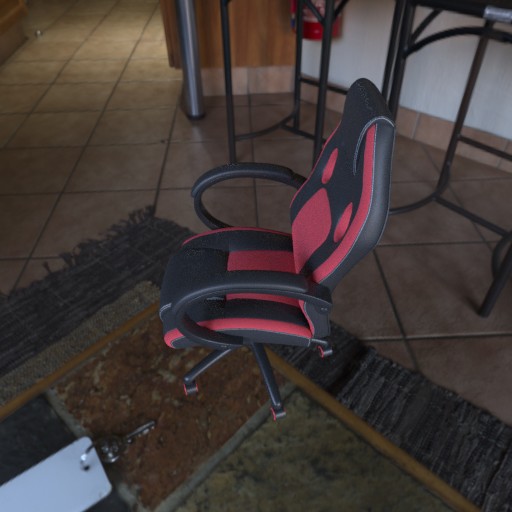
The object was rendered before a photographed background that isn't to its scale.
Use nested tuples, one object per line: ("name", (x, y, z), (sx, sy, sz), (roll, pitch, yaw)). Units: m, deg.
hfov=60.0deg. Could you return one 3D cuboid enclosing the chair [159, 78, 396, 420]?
("chair", (0.000, 0.000, 1.599), (0.724, 1.187, 0.673), (0, 43, 0))
